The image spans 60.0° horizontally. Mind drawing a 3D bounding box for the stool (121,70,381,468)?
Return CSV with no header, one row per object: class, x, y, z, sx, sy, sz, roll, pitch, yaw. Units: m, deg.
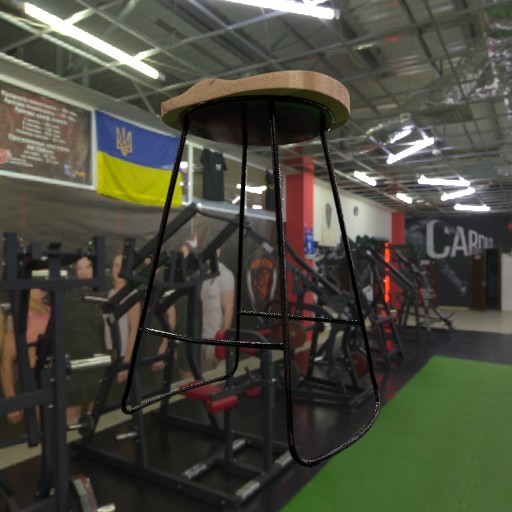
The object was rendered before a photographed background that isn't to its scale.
stool,0.000,0.000,0.960,0.480,0.679,0.401,0,0,34
